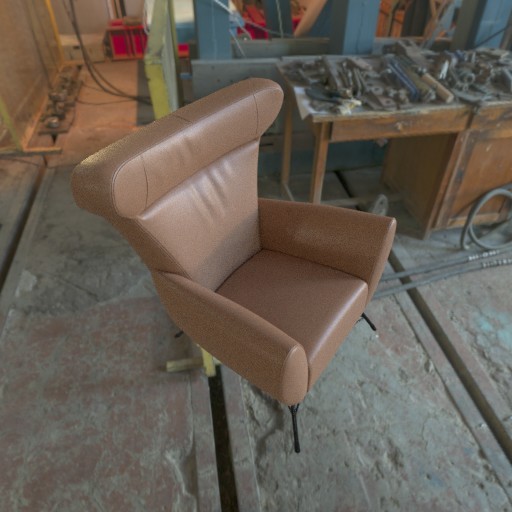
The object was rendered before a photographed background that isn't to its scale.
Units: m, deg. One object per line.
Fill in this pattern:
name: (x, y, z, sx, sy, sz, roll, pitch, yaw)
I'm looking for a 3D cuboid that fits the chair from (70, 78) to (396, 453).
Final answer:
chair: (0.000, 0.000, 1.766, 0.900, 1.050, 0.980, 25, 47, 25)
